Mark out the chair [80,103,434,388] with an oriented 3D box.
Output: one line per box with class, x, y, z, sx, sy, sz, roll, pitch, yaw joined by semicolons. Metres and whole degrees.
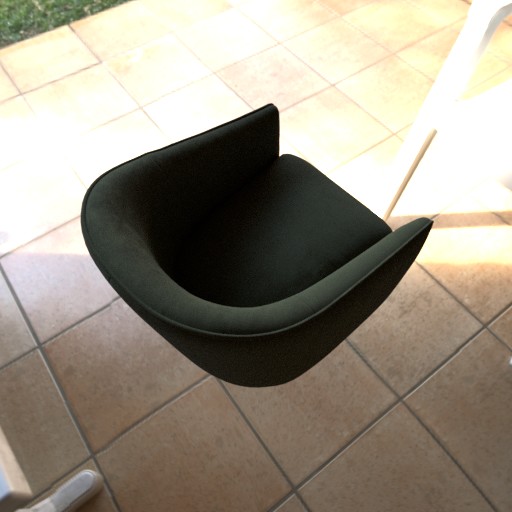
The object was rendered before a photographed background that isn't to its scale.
chair;0.000;0.000;1.450;0.875;0.799;0.747;-38;66;-20
